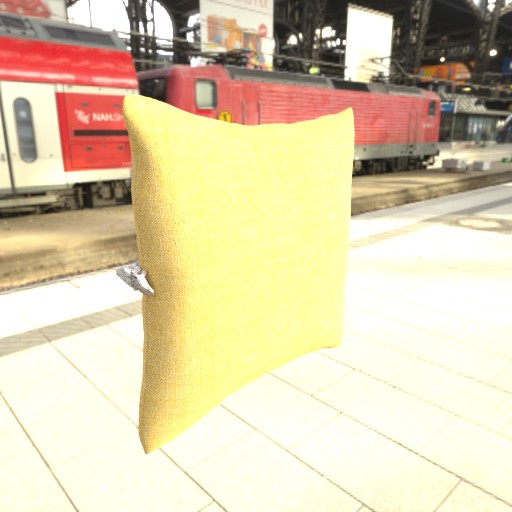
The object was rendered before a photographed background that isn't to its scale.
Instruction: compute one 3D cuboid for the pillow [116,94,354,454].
[{"bbox_3d":[0.000,0.000,0.734,0.485,0.481,0.167,-15,22,-43],"label":"pillow"}]
